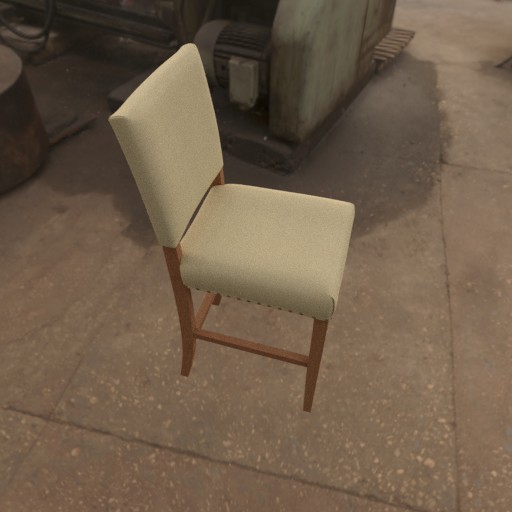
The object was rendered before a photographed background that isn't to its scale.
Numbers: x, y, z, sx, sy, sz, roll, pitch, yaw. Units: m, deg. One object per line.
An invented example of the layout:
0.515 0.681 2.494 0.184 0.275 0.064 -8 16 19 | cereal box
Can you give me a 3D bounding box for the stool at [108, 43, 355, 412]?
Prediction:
0.000 0.000 1.487 0.584 1.168 0.445 12 47 11 | stool
